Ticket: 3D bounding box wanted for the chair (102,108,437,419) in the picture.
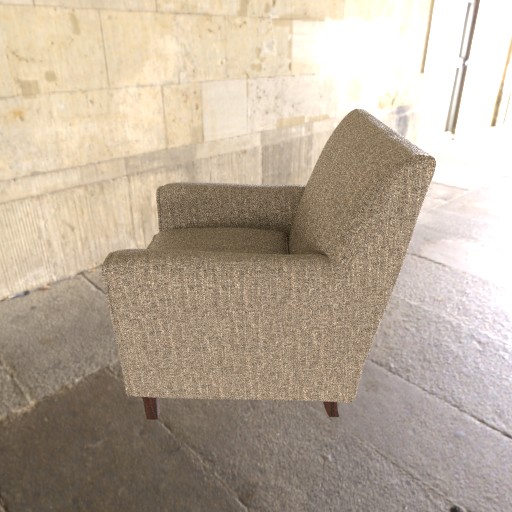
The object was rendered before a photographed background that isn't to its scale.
[{"bbox_3d":[0.000,0.000,1.622,0.873,0.928,0.864,0,26,1],"label":"chair"}]
